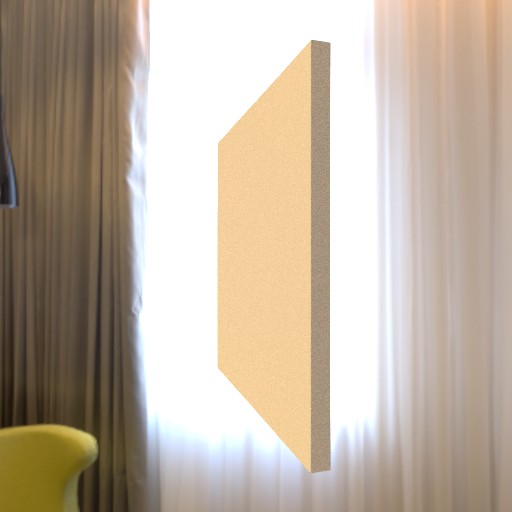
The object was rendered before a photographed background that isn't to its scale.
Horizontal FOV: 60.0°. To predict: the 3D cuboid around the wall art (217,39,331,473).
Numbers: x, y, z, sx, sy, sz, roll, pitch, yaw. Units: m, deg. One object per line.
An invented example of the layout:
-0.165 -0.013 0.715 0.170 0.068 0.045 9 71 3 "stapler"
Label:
0.000 0.000 0.841 0.028 0.559 0.559 0 0 -18 "wall art"
